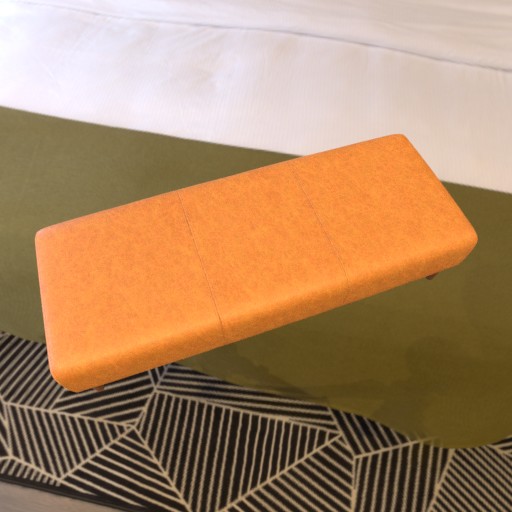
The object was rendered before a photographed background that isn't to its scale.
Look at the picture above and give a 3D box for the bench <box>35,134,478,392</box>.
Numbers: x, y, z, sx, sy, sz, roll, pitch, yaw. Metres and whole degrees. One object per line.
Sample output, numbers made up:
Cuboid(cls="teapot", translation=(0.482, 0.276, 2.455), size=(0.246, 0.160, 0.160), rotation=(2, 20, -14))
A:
Cuboid(cls="bench", translation=(0.000, 0.000, 1.831), size=(1.610, 0.399, 0.653), rotation=(-17, 60, -10))
